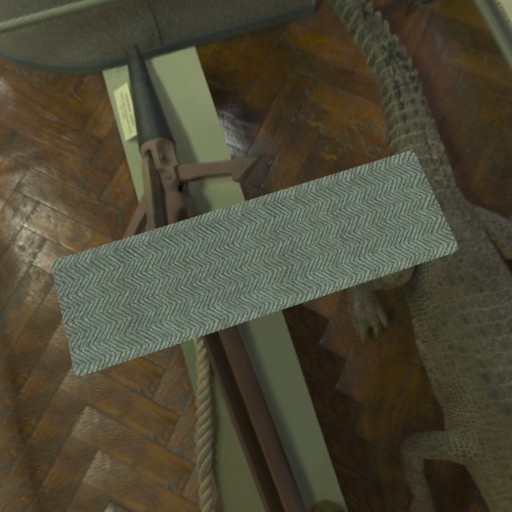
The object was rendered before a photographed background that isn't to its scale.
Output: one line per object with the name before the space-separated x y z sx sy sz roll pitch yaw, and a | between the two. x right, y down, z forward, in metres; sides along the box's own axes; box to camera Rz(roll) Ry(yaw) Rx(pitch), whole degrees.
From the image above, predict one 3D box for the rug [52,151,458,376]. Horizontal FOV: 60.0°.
rug | 0.000 0.000 2.583 2.286 0.008 0.686 -18 76 -5
